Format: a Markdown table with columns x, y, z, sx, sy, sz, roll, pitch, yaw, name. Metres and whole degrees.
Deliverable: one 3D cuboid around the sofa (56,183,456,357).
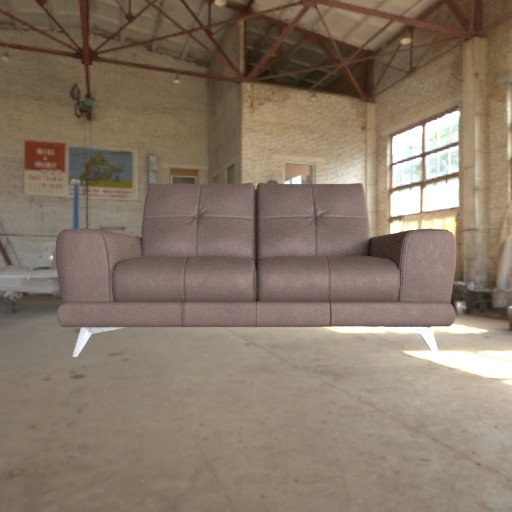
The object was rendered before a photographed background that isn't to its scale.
| x | y | z | sx | sy | sz | roll | pitch | yaw | name |
| --- | --- | --- | --- | --- | --- | --- | --- | --- | --- |
| 0.000 | 0.000 | 2.431 | 1.806 | 0.907 | 1.018 | 0 | -1 | 0 | sofa |
